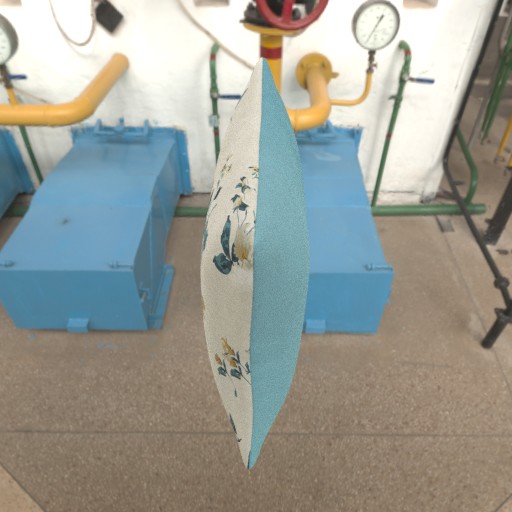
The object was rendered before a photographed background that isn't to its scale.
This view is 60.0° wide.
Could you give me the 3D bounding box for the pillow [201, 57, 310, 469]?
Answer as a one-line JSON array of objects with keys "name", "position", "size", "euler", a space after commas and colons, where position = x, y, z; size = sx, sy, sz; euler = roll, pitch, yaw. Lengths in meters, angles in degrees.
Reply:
[{"name": "pillow", "position": [0.000, 0.000, 0.778], "size": [0.166, 0.507, 0.526], "euler": [1, 42, 1]}]
